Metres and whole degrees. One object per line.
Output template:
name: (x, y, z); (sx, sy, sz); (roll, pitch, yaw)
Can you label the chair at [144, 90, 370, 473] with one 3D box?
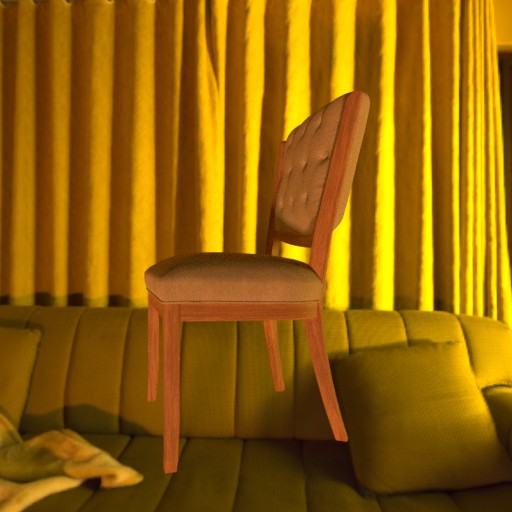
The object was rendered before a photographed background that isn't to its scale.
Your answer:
chair: (0.000, 0.000, 1.251); (0.584, 0.905, 0.513); (0, 0, -18)
